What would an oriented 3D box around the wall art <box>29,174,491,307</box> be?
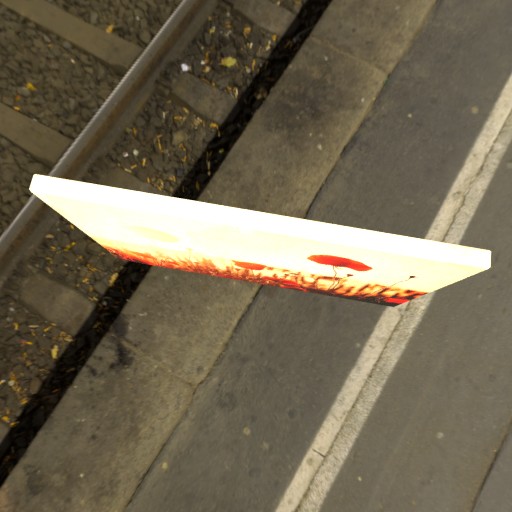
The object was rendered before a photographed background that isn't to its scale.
[{"bbox_3d":[0.000,0.000,1.164,0.918,0.602,0.038,10,77,2],"label":"wall art"}]
